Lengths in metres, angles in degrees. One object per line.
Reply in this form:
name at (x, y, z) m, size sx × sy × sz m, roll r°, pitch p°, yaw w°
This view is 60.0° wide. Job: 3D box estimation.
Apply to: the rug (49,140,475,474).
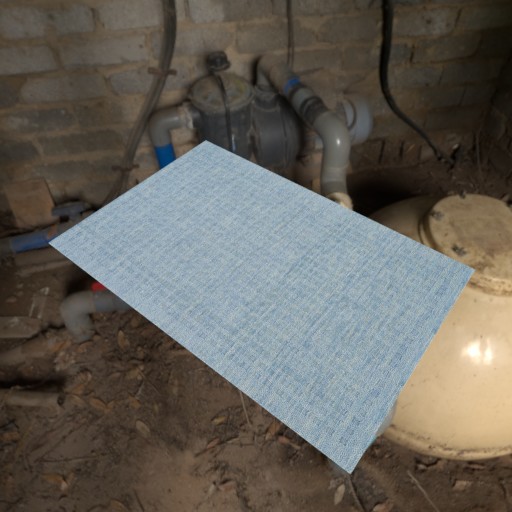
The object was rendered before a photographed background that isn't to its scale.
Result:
rug at (0.000, 0.000, 2.848) m, size 2.286 × 0.006 × 1.522 m, roll 31°, pitch 55°, yaw 25°
